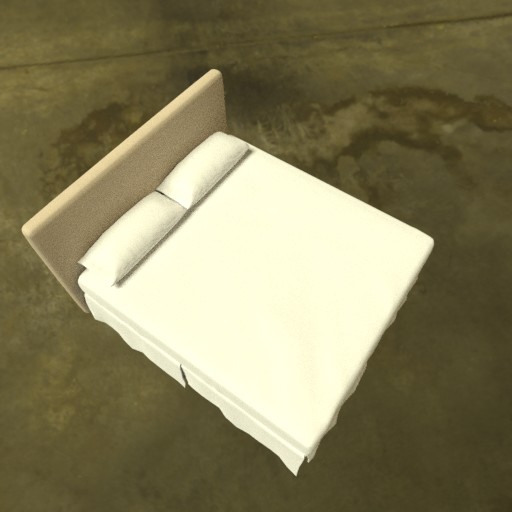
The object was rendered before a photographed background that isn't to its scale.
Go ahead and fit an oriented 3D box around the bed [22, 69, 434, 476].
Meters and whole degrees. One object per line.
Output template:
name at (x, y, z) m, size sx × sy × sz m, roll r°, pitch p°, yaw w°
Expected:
bed at (0.000, 0.000, 3.498) m, size 2.319 × 1.317 × 2.119 m, roll 31°, pitch 63°, yaw 18°
